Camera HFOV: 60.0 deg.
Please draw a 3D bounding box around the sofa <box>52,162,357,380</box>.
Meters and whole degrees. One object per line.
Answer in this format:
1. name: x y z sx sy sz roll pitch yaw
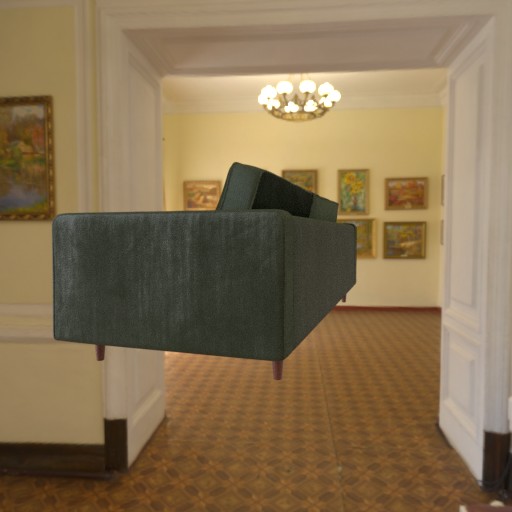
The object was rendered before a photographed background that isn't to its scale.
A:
1. sofa: 0.000 0.000 2.532 0.918 0.769 2.199 1 3 18
